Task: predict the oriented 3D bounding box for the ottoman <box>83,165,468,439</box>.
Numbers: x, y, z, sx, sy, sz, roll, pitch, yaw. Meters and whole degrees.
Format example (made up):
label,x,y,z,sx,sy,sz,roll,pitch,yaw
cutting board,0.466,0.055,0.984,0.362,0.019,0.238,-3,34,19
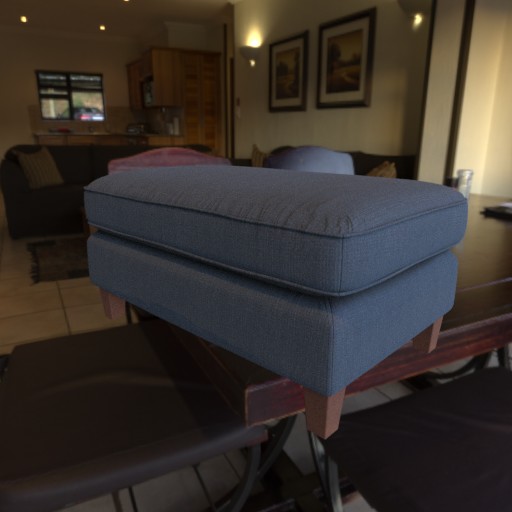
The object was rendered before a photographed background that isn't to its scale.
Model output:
label,x,y,z,sx,sy,sz,roll,pitch,yaw
ottoman,0.000,0.000,1.174,0.885,0.438,0.570,15,22,42
